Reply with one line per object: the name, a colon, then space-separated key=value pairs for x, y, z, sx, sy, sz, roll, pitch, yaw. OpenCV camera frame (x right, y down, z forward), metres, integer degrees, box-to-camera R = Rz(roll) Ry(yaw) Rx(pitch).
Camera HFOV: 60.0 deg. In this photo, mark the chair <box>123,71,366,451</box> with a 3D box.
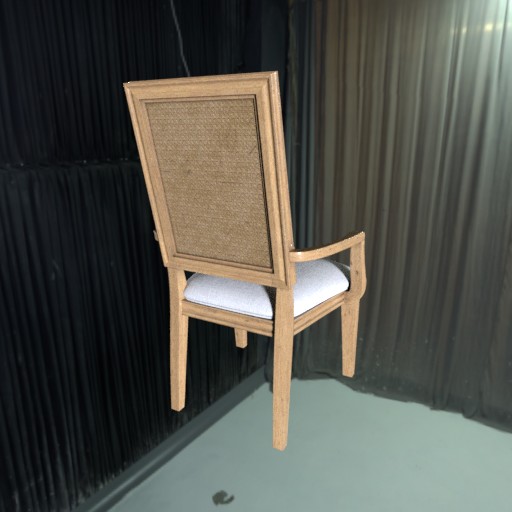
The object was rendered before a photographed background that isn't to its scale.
chair: x=0.000 y=0.000 z=1.383 sx=0.606 sy=0.990 sz=0.602 roll=9 pitch=18 yaw=28
